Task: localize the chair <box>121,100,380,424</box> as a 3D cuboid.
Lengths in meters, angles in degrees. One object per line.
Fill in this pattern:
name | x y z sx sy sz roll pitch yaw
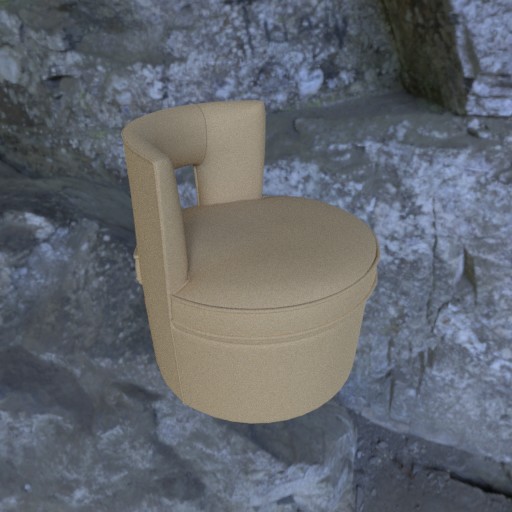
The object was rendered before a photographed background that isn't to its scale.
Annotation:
chair | 0.000 0.000 1.236 0.665 0.723 0.650 11 32 18
